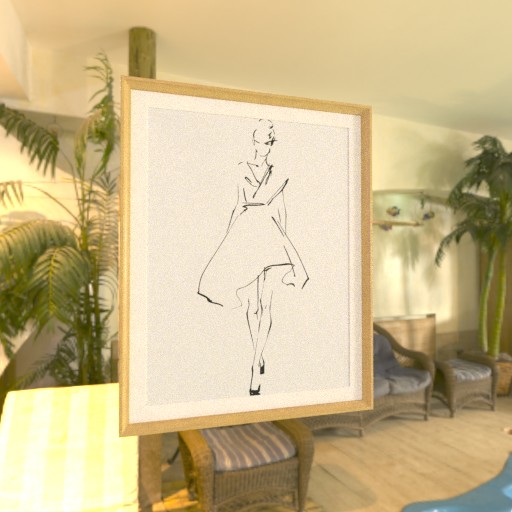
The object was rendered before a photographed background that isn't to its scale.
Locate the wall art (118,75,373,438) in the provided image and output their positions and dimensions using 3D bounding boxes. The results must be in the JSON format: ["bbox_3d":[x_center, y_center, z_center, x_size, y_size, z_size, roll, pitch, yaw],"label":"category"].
[{"bbox_3d":[0.000,0.000,1.358,0.798,1.002,0.030,0,-1,-18],"label":"wall art"}]
